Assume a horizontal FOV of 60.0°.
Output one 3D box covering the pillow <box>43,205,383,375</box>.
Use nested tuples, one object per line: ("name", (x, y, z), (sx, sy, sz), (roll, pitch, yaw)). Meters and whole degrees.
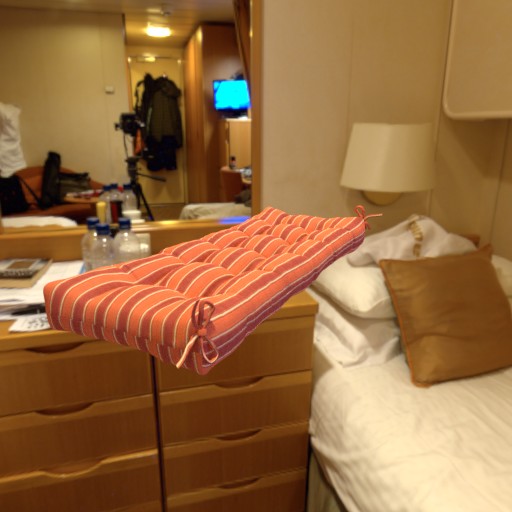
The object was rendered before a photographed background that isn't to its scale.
("pillow", (0.000, 0.000, 1.342), (0.511, 0.174, 1.194), (8, 18, 27))
